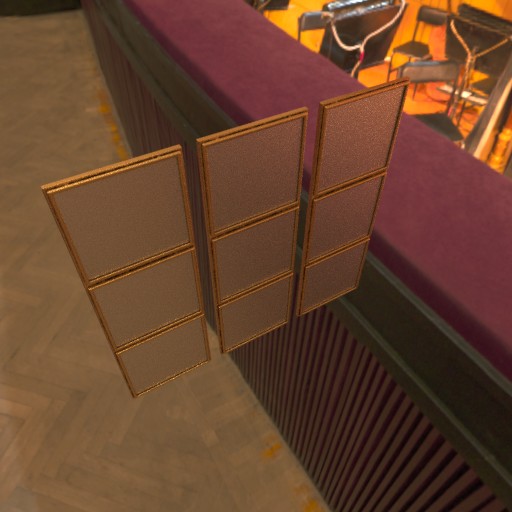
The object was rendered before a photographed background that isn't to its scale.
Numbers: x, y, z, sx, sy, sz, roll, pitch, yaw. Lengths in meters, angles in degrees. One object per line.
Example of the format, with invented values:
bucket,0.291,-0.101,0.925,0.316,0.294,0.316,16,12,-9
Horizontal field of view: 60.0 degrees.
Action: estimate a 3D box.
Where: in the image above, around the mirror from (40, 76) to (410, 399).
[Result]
mirror,0.000,0.000,1.412,1.011,0.926,0.023,-23,50,-20
